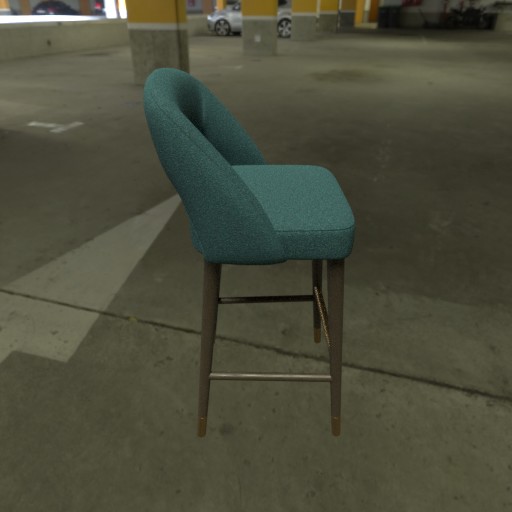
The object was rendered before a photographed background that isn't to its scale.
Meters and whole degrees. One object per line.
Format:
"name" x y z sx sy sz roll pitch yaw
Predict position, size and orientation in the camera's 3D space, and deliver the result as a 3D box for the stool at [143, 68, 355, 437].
"stool" 0.000 0.000 1.324 0.522 1.032 0.536 0 29 -1
